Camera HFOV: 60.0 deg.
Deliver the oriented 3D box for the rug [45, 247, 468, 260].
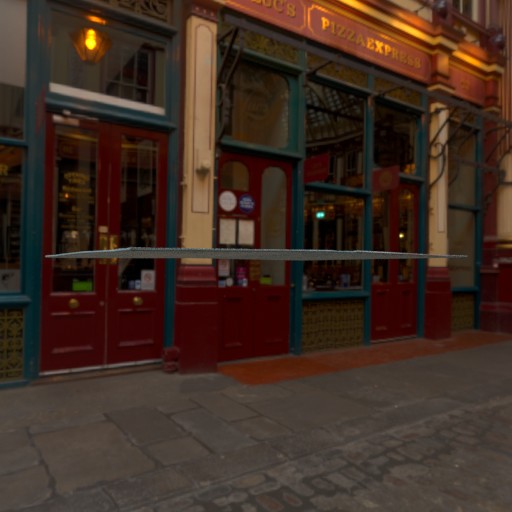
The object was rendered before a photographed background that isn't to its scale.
[{"bbox_3d":[0.000,0.000,2.899,2.260,0.026,1.611,1,-2,-35],"label":"rug"}]
